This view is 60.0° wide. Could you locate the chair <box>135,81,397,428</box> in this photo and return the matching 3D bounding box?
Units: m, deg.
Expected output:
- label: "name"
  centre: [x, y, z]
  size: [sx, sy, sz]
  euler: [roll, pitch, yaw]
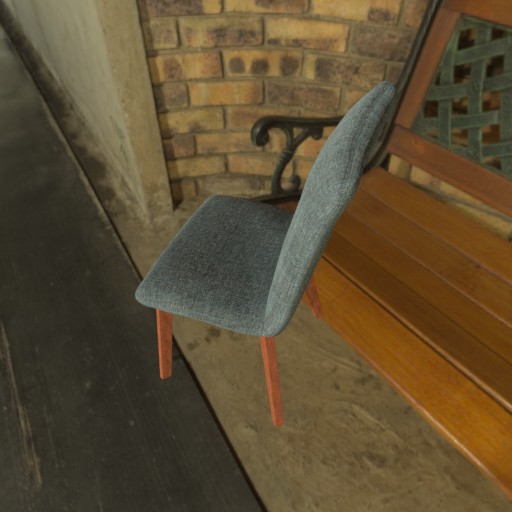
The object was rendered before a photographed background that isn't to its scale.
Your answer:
- label: "chair"
  centre: [0.000, 0.000, 1.317]
  size: [0.563, 0.974, 0.522]
  euler: [16, 47, 15]
